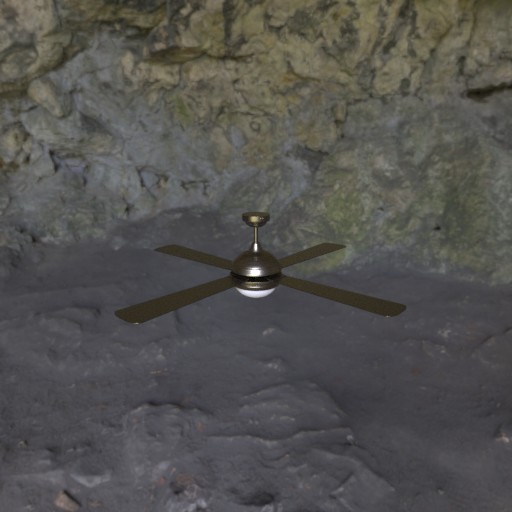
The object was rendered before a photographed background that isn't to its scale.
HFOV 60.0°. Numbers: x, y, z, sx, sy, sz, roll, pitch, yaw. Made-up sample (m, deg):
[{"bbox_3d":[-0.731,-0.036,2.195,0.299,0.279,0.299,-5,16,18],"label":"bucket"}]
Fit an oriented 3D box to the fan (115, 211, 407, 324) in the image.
[{"bbox_3d":[0.000,0.000,1.992,1.321,0.381,1.321,-8,18,-27],"label":"fan"}]
